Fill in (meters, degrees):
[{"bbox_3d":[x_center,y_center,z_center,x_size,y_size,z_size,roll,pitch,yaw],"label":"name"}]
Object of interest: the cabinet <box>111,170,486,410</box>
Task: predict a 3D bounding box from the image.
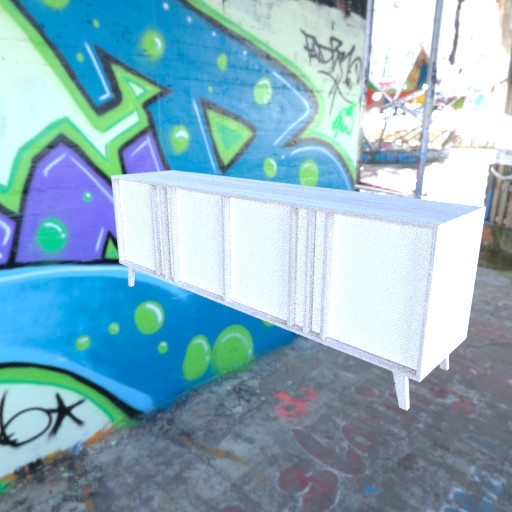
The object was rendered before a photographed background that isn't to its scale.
[{"bbox_3d":[0.000,0.000,2.533,2.200,0.780,0.500,15,22,41],"label":"cabinet"}]
